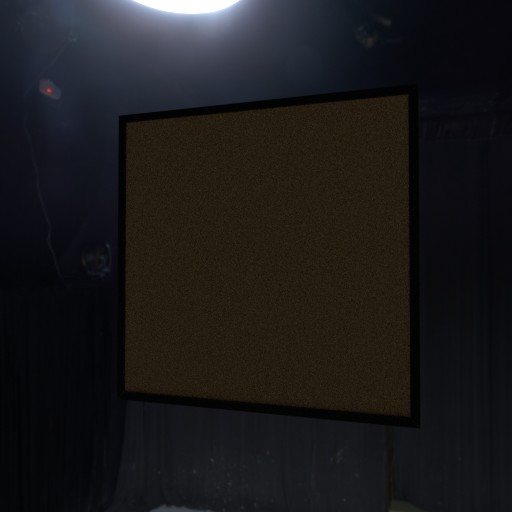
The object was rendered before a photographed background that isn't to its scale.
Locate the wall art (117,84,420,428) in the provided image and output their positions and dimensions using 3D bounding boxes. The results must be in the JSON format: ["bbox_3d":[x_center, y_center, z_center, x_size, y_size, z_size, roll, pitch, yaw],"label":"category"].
[{"bbox_3d":[0.000,0.000,1.101,0.761,0.761,0.037,0,-1,16],"label":"wall art"}]
